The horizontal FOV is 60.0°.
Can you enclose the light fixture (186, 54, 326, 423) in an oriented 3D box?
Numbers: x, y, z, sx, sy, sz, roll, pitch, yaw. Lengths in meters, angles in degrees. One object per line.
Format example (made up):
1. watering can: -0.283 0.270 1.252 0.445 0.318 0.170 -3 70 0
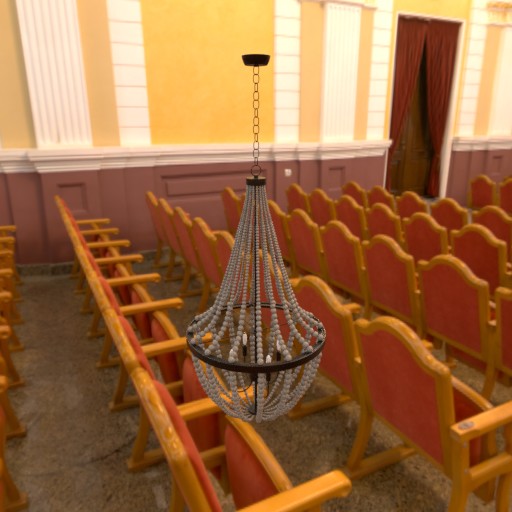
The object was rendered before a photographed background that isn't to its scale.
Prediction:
1. light fixture: 0.000 0.000 1.366 0.450 1.133 0.450 0 17 0
